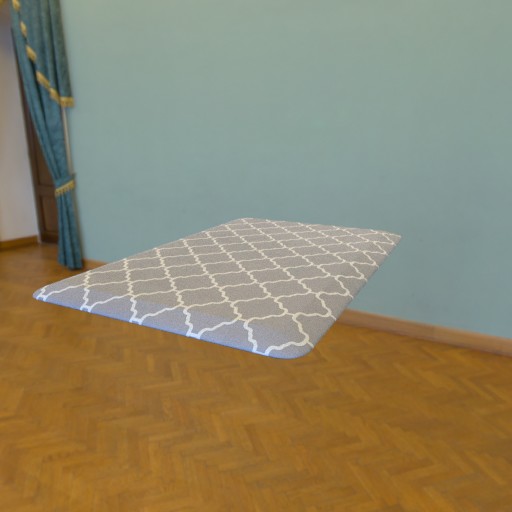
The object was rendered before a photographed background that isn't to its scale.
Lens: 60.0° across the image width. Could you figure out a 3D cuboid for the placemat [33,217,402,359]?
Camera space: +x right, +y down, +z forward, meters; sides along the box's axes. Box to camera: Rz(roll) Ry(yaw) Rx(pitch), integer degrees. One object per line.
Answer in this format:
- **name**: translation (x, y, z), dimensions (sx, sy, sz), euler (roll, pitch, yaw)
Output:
- **placemat**: translation (0.000, 0.000, 0.973), dimensions (0.508, 0.021, 0.762), euler (8, 18, 26)
